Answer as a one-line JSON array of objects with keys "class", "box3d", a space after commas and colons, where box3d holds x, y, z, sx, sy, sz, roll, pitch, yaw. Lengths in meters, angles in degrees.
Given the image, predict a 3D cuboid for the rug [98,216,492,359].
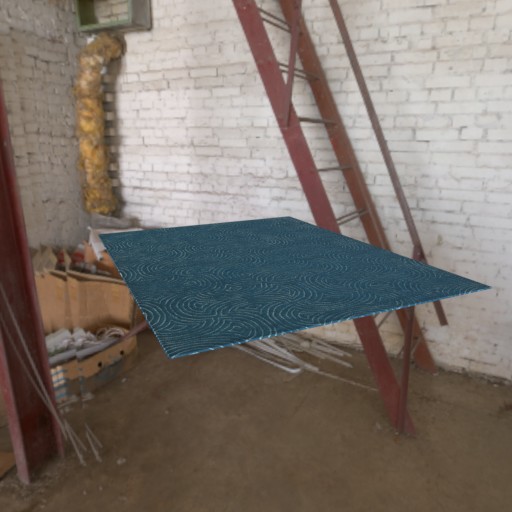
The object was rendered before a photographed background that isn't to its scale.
[{"class": "rug", "box3d": [0.000, 0.000, 4.089, 2.432, 0.012, 3.033, -8, 18, -24]}]
